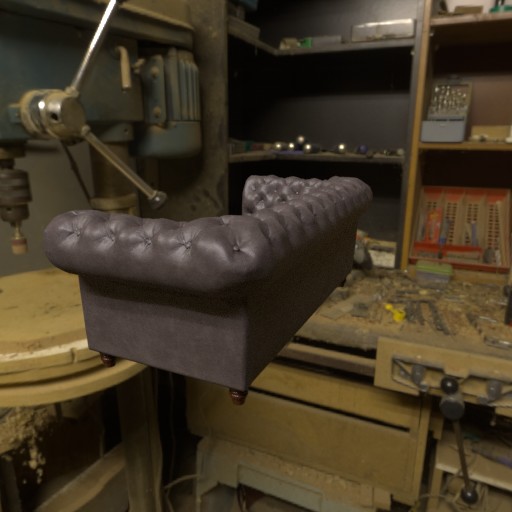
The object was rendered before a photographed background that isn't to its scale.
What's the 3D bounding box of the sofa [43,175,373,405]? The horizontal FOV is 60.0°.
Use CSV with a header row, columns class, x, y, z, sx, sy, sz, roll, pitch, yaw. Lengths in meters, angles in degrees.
class,x,y,z,sx,sy,sz,roll,pitch,yaw
sofa,0.000,0.000,2.523,0.944,0.779,2.048,7,17,25
